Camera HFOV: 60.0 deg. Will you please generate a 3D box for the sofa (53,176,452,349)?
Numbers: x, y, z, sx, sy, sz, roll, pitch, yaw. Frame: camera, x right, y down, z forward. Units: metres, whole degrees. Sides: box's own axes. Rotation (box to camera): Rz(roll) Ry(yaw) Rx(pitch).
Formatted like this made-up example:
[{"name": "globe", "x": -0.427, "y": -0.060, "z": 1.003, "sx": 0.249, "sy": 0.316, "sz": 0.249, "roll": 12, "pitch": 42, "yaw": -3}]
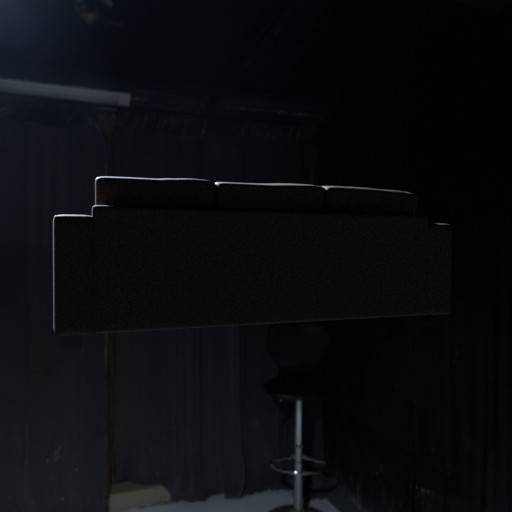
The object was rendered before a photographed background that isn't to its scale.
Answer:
[{"name": "sofa", "x": 0.000, "y": 0.000, "z": 2.677, "sx": 2.160, "sy": 0.806, "sz": 0.900, "roll": 0, "pitch": 1, "yaw": -19}]
